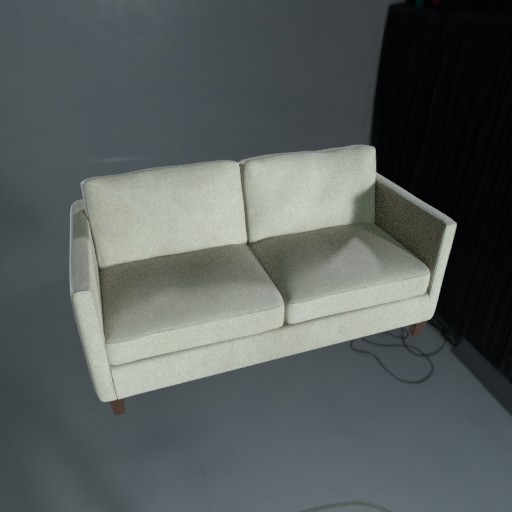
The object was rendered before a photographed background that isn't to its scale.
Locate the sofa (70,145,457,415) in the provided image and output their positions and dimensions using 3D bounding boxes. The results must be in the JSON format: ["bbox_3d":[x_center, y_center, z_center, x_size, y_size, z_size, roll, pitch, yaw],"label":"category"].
[{"bbox_3d":[0.000,0.000,2.440,1.846,0.940,0.950,-10,33,-16],"label":"sofa"}]
